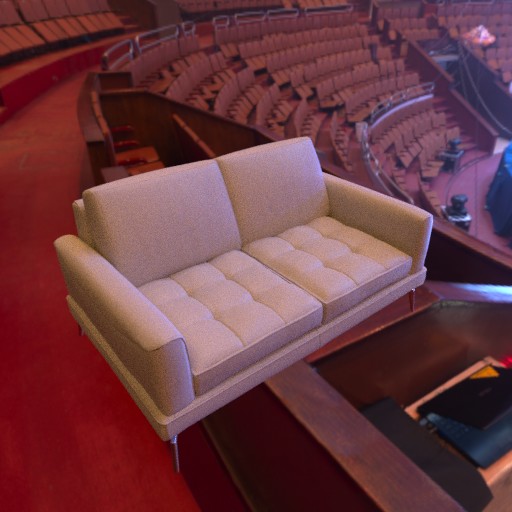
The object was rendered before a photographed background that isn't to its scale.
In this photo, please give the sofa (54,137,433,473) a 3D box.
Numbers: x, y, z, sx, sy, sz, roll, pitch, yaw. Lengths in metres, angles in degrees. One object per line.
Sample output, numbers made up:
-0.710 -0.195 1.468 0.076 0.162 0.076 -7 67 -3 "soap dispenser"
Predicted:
0.000 0.000 2.437 1.819 0.930 1.121 -22 37 -33 "sofa"
